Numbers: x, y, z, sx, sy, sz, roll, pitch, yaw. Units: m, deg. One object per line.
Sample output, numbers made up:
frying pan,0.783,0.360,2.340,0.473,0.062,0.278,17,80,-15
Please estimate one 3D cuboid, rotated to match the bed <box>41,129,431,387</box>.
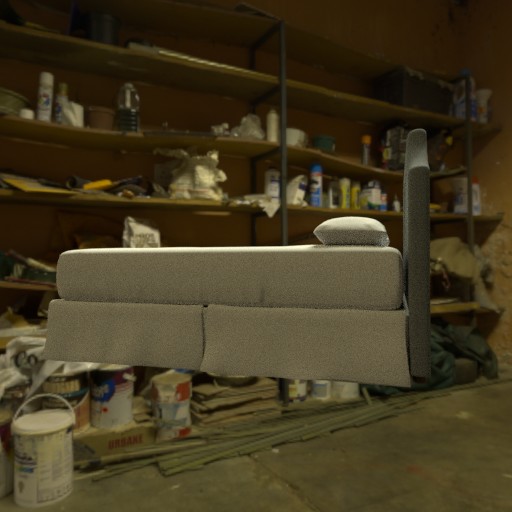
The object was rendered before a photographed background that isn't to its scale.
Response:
bed,0.000,0.000,3.241,2.259,1.296,1.811,0,-1,18
